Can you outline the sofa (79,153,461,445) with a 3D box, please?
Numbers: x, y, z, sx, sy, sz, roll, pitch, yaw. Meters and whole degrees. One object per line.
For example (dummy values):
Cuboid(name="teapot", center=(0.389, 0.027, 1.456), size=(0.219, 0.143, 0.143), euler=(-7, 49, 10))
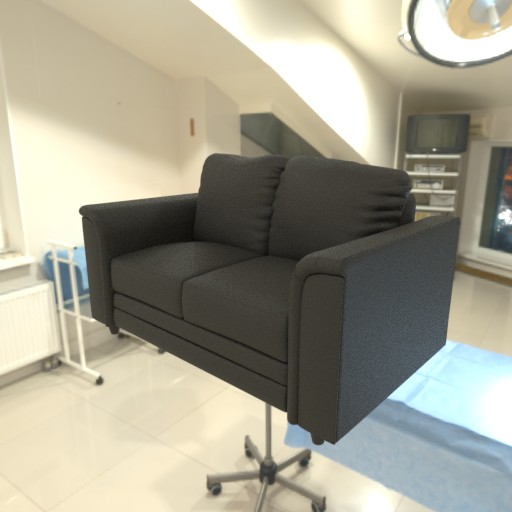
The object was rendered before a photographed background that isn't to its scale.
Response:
Cuboid(name="sofa", center=(0.000, 0.000, 1.922), size=(1.386, 0.845, 0.887), euler=(13, 20, 41))
